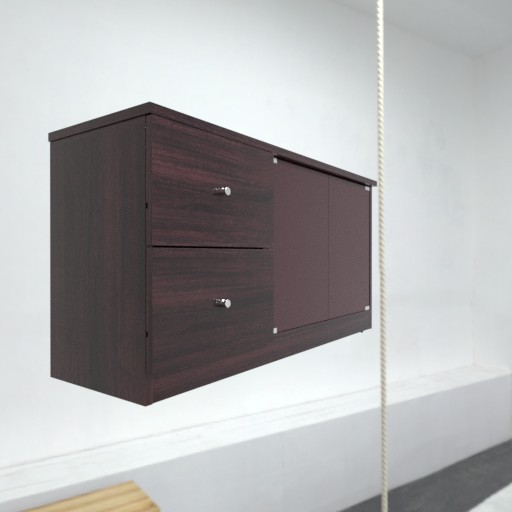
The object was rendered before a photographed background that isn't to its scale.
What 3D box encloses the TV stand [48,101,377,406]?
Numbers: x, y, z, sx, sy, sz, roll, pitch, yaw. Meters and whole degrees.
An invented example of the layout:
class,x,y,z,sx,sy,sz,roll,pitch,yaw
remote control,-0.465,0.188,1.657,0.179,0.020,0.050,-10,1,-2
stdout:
class,x,y,z,sx,sy,sz,roll,pitch,yaw
TV stand,0.000,0.000,1.462,0.404,0.614,1.192,0,0,37
